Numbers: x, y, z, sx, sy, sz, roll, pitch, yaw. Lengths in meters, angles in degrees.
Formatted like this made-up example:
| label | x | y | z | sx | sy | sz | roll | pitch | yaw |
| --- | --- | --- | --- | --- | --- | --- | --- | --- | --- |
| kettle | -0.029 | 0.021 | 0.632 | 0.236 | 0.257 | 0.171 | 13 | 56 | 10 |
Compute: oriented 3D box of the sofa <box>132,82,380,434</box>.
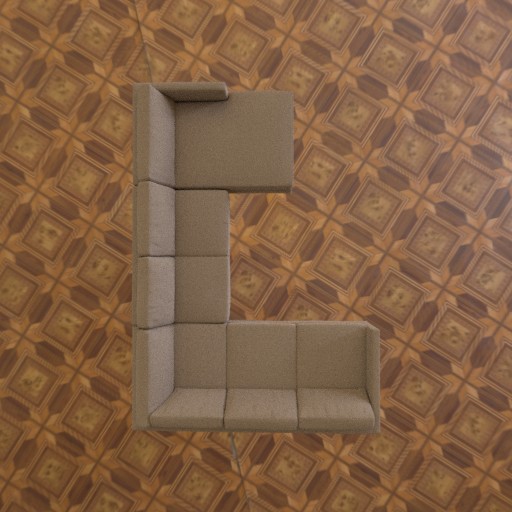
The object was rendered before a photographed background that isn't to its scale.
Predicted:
| label | x | y | z | sx | sy | sz | roll | pitch | yaw |
| --- | --- | --- | --- | --- | --- | --- | --- | --- | --- |
| sofa | 0.000 | 0.000 | 4.558 | 2.424 | 0.865 | 3.438 | 0 | 89 | 2 |
